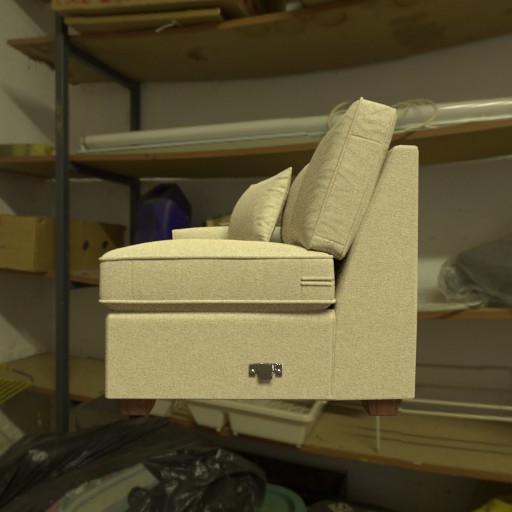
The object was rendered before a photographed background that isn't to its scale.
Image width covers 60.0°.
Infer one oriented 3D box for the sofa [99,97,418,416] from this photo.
[{"bbox_3d":[0.000,0.000,2.008,0.991,0.989,1.388,0,0,-1],"label":"sofa"}]
